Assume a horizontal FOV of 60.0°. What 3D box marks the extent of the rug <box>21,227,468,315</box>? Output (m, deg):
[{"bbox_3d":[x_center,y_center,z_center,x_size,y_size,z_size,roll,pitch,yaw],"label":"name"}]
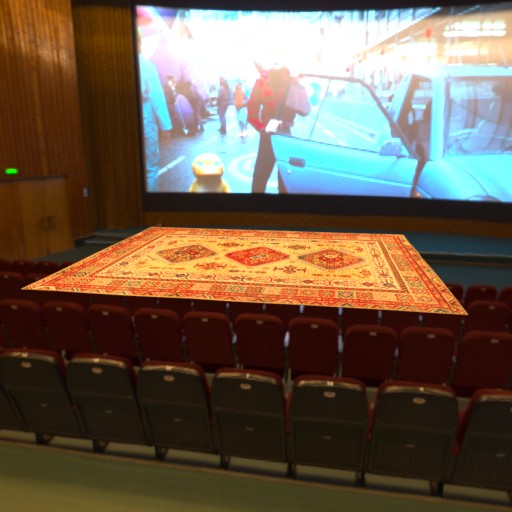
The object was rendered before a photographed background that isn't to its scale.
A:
[{"bbox_3d":[0.000,0.000,4.157,3.067,0.005,2.460,2,15,9],"label":"rug"}]
